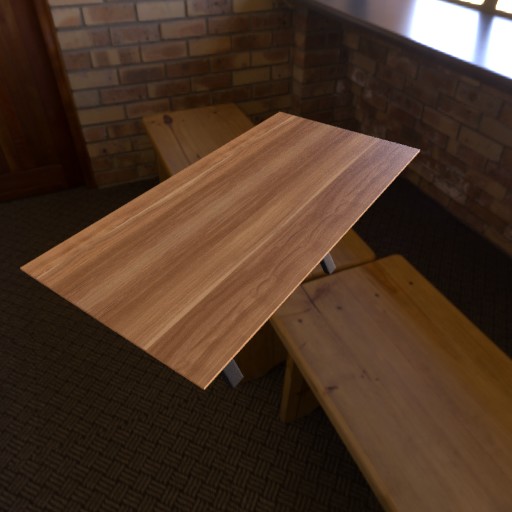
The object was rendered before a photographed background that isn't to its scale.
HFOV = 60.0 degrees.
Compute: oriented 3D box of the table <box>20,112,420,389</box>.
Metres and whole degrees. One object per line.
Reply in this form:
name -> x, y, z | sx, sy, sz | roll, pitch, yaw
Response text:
table -> 0.000, 0.000, 2.500 | 1.000, 0.770, 2.000 | 24, 46, 26
